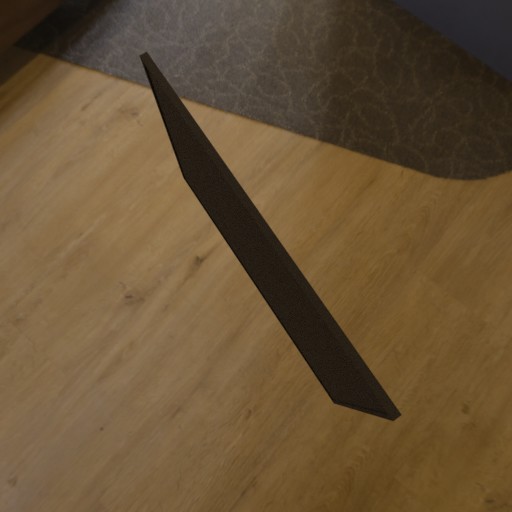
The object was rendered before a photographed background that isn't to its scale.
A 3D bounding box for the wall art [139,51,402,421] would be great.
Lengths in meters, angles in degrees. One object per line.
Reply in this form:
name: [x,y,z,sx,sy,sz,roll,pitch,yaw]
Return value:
wall art: [0.000,0.000,1.537,0.028,0.805,1.190,-32,77,-9]
